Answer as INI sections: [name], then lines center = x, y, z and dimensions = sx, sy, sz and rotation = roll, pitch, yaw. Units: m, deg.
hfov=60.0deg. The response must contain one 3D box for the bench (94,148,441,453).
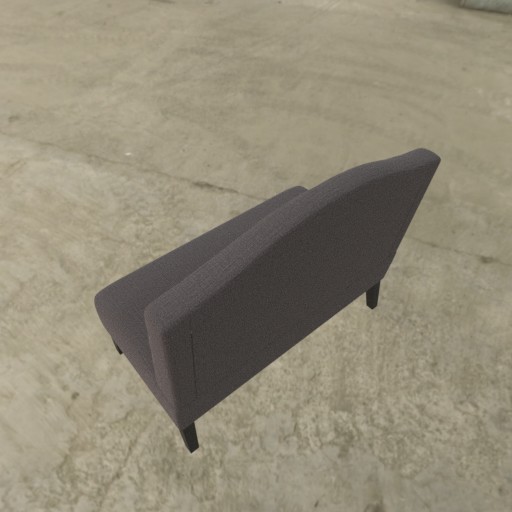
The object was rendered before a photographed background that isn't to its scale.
[bench]
center = 0.000, 0.000, 2.023
dimensions = 1.335, 1.180, 0.815
rotation = -31, 53, -27
